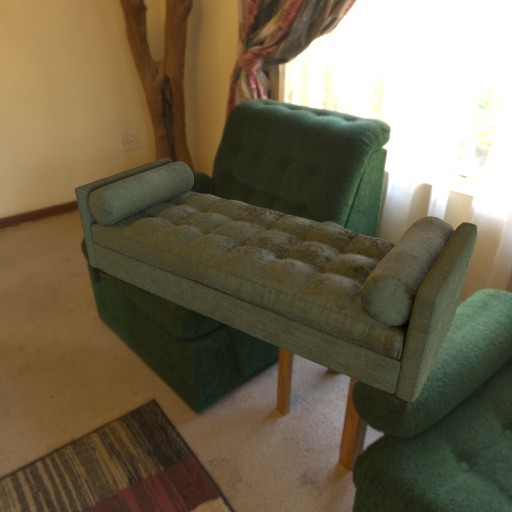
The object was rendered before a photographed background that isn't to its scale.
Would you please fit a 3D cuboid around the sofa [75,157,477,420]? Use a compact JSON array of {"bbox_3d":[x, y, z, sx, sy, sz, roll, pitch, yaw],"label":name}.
[{"bbox_3d":[0.000,0.000,2.545,2.130,0.681,0.817,18,33,29],"label":"sofa"}]
